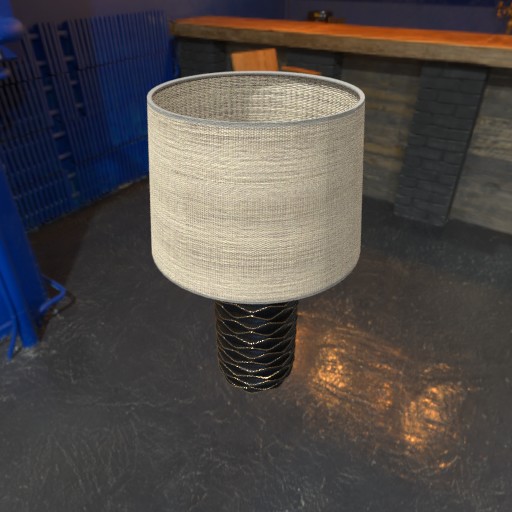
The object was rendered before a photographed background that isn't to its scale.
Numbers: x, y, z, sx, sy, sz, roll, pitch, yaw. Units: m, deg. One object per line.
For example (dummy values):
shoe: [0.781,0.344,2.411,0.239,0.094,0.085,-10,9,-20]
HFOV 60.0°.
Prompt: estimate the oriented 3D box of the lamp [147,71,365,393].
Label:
lamp: [0.000,0.000,0.834,0.376,0.594,0.376,0,33,0]
